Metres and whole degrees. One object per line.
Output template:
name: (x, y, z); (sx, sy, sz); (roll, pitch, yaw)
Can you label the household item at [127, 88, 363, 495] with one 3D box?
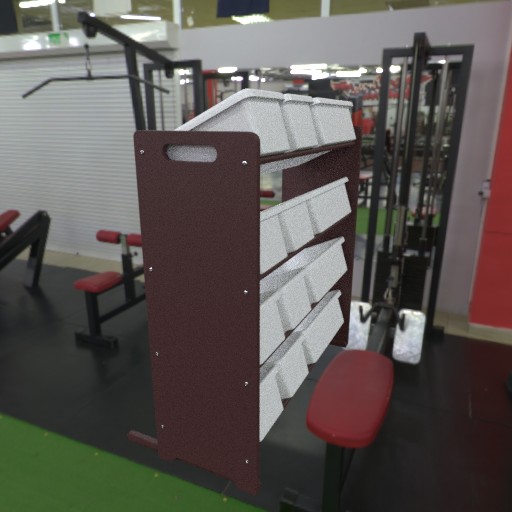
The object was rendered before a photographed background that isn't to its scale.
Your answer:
household item: (0.000, 0.000, 1.287); (0.389, 0.864, 0.787); (8, 19, 25)
